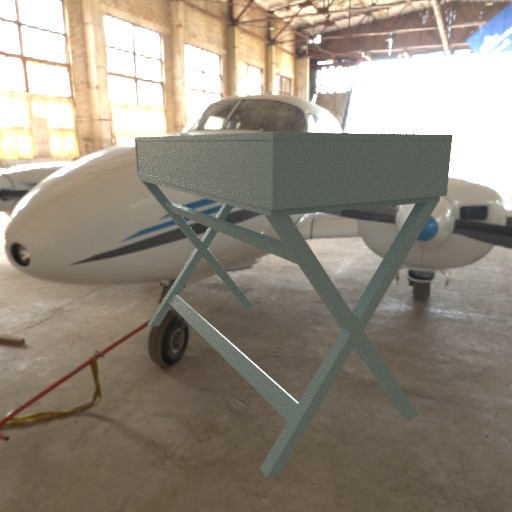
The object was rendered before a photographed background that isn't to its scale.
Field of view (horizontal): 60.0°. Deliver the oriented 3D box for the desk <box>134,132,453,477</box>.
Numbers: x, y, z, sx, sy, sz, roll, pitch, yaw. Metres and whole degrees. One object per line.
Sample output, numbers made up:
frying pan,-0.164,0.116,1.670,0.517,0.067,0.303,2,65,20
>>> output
desk,0.000,0.000,1.494,0.509,0.780,1.059,-8,16,-27
